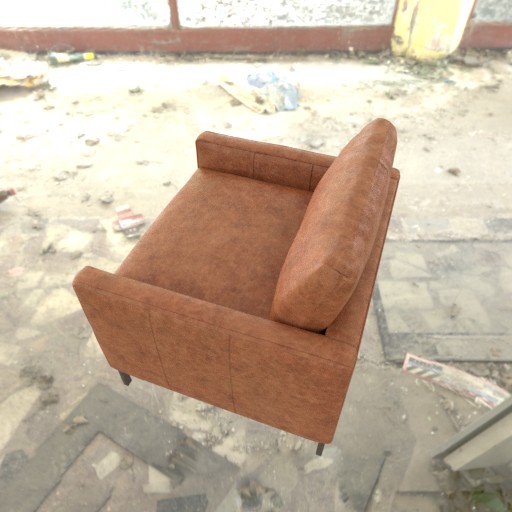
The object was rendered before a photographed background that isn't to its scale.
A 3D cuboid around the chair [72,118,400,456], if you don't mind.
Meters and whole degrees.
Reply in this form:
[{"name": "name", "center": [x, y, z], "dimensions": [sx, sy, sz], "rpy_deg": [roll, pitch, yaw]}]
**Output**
[{"name": "chair", "center": [0.000, 0.000, 1.643], "dimensions": [0.862, 0.869, 0.967], "rpy_deg": [15, 47, 14]}]
